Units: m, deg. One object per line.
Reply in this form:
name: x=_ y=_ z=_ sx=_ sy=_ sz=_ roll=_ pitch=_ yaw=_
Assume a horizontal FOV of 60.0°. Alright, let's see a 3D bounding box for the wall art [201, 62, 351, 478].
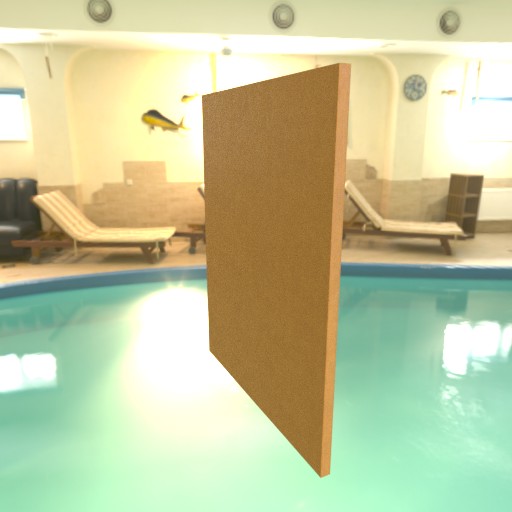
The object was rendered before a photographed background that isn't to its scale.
wall art: x=0.000 y=0.000 z=1.373 sx=0.030 sy=1.002 sz=0.798 roll=-8 pitch=17 yaw=-26
